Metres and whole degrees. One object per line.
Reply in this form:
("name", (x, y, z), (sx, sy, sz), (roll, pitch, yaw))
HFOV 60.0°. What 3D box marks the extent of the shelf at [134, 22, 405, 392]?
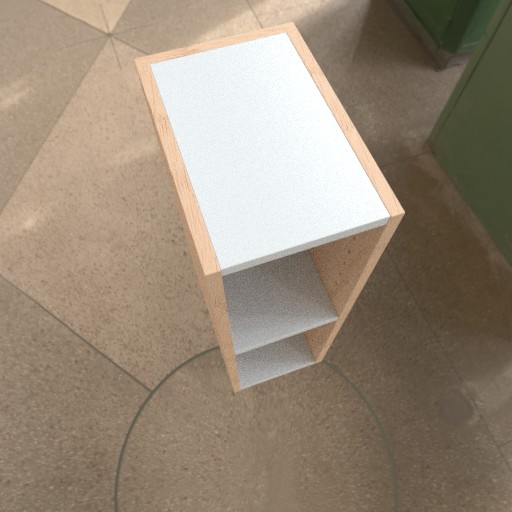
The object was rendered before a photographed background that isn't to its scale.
("shelf", (0.000, 0.000, 0.733), (0.200, 0.600, 0.290), (-17, 65, -9))
